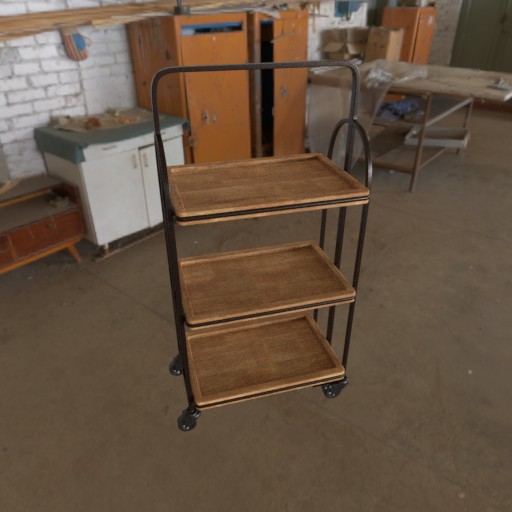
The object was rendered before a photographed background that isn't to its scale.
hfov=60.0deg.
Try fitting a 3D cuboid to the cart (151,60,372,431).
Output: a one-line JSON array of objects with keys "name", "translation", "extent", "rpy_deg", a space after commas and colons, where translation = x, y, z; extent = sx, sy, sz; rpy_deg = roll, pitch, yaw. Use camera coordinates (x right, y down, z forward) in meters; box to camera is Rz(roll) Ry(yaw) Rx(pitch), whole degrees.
[{"name": "cart", "translation": [0.000, 0.000, 1.247], "extent": [0.553, 1.001, 0.327], "rpy_deg": [-8, 32, -13]}]
